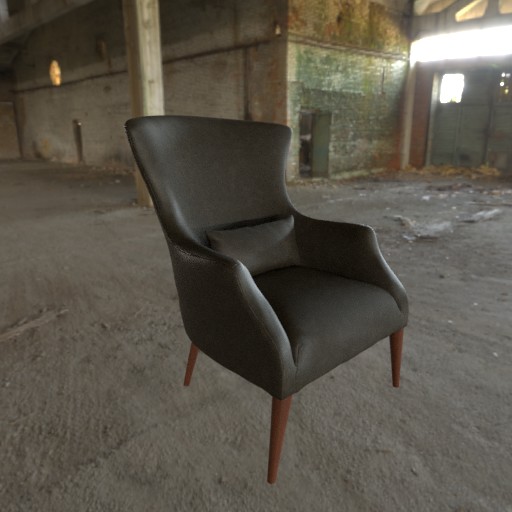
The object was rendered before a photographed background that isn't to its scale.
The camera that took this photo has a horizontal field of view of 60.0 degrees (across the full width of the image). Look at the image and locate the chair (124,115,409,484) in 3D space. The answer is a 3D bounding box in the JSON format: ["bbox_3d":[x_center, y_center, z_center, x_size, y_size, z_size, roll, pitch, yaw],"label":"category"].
[{"bbox_3d":[0.000,0.000,1.723,0.819,1.068,0.954,-15,21,-42],"label":"chair"}]
